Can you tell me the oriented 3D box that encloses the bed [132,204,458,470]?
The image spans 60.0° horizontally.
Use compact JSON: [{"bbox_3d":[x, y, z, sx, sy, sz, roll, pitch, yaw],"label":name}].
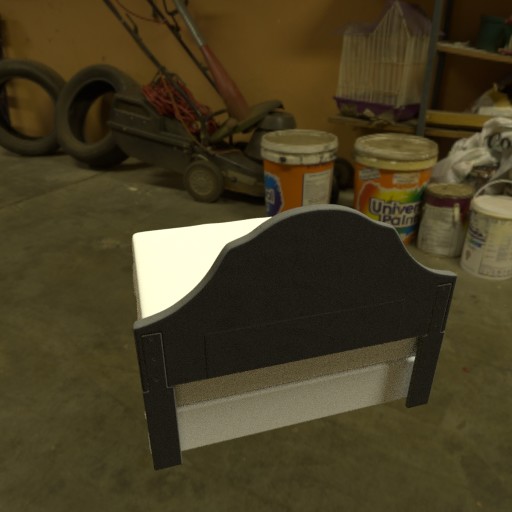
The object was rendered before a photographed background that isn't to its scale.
[{"bbox_3d":[0.000,0.000,3.554,2.008,1.615,2.214,-8,28,-15],"label":"bed"}]
